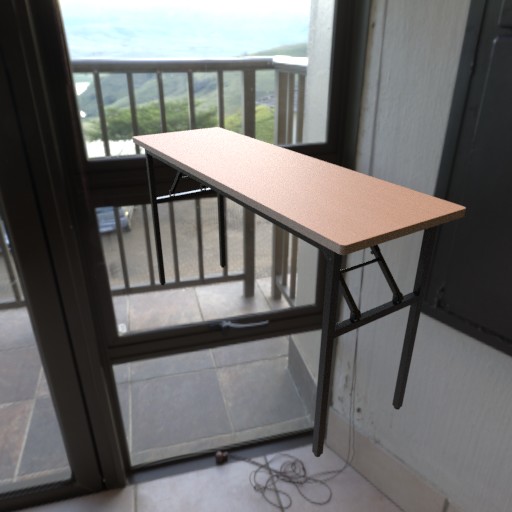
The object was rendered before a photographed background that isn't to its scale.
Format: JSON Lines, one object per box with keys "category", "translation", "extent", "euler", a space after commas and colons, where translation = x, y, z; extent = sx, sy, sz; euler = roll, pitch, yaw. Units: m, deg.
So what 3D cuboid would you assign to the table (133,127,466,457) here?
{"category": "table", "translation": [0.000, 0.000, 1.767], "extent": [0.447, 0.750, 1.397], "euler": [-16, 31, -29]}
